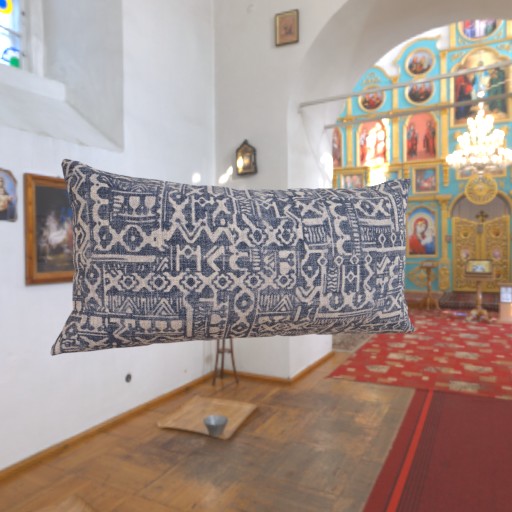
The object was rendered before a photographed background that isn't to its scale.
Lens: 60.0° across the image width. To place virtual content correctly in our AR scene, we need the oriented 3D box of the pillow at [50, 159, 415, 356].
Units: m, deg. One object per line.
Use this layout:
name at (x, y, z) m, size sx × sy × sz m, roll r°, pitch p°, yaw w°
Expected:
pillow at (0.000, 0.000, 0.743) m, size 0.631 × 0.292 × 0.148 m, roll 0°, pitch 0°, yaw -18°
